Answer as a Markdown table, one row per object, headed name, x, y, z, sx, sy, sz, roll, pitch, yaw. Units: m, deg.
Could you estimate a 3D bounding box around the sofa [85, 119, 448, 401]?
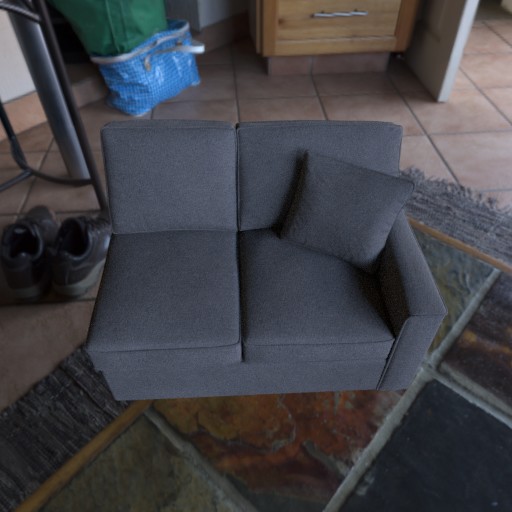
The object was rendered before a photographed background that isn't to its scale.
| name | x | y | z | sx | sy | sz | roll | pitch | yaw |
| --- | --- | --- | --- | --- | --- | --- | --- | --- | --- |
| sofa | 0.000 | 0.000 | 2.045 | 1.388 | 0.989 | 0.991 | -2 | 46 | -2 |
